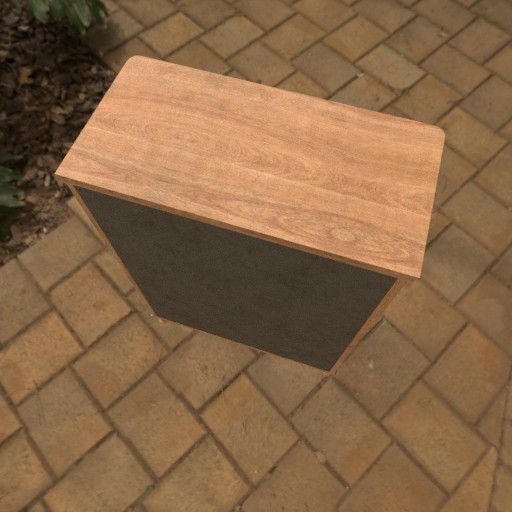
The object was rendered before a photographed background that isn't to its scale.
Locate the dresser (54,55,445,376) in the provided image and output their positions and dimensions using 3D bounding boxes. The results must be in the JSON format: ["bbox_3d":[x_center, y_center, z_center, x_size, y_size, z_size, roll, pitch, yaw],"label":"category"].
[{"bbox_3d":[0.000,0.000,1.806,0.973,1.318,0.484,16,65,8],"label":"dresser"}]
